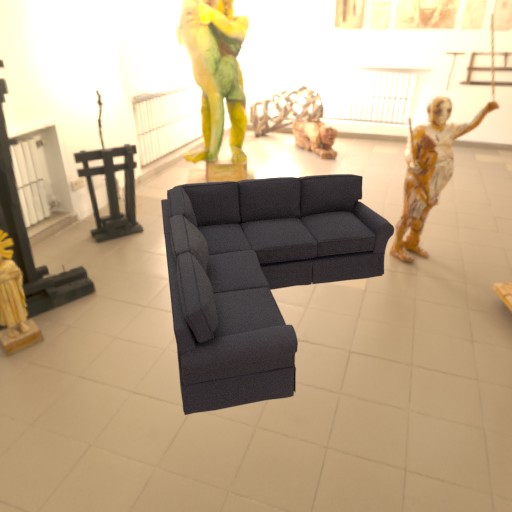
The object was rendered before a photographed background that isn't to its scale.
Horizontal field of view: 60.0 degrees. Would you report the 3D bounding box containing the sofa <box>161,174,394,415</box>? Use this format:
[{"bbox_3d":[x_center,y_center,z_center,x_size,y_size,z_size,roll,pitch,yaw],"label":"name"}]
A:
[{"bbox_3d":[0.000,0.000,5.009,2.874,1.169,3.773,9,30,16],"label":"sofa"}]
